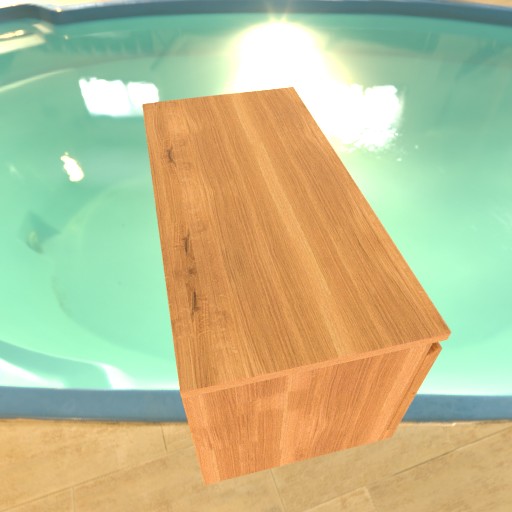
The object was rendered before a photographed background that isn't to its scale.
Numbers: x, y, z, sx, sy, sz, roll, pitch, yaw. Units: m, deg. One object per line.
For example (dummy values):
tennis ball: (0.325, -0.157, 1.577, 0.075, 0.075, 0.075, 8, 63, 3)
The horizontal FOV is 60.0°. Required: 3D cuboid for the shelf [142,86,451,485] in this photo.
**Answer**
shelf: (0.000, 0.000, 1.030, 0.400, 0.400, 0.800, -10, 47, -9)
